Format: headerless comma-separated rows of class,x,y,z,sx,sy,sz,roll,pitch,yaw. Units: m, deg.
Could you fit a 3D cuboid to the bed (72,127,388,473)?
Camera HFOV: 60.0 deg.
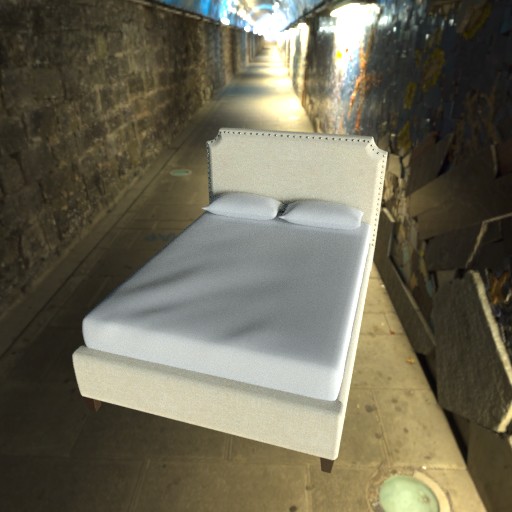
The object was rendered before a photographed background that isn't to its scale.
bed,0.000,0.000,3.427,1.713,1.457,2.381,8,28,16
